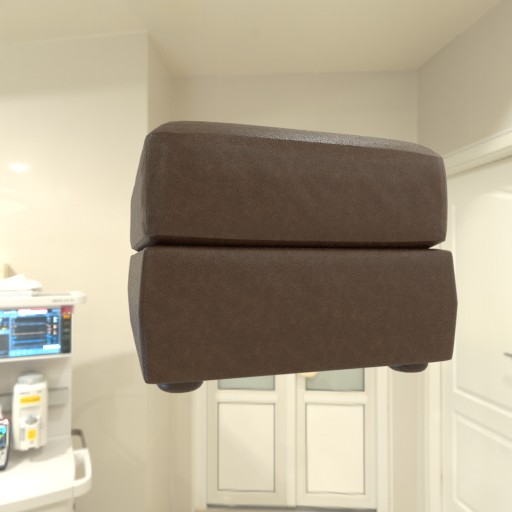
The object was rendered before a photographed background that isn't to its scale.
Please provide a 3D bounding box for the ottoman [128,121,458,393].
[{"bbox_3d":[0.000,0.000,1.112,0.603,0.476,0.751,0,-1,-17],"label":"ottoman"}]
